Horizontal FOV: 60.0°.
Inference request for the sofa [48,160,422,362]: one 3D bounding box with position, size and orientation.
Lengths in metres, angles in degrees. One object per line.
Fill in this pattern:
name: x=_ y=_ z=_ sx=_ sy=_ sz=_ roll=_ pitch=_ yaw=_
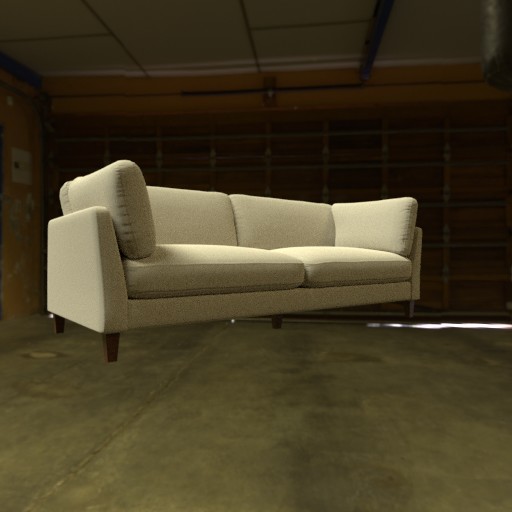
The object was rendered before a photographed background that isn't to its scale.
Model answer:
sofa: x=0.000 y=0.000 z=2.801 sx=2.301 sy=0.863 sz=0.957 roll=0 pitch=0 yaw=-38
